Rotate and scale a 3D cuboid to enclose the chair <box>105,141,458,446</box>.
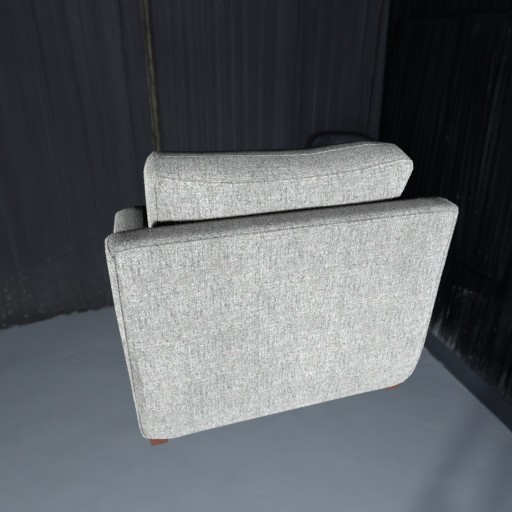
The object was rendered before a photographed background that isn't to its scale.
[{"bbox_3d":[0.000,0.000,1.878,1.138,1.037,1.009,-8,27,-15],"label":"chair"}]
